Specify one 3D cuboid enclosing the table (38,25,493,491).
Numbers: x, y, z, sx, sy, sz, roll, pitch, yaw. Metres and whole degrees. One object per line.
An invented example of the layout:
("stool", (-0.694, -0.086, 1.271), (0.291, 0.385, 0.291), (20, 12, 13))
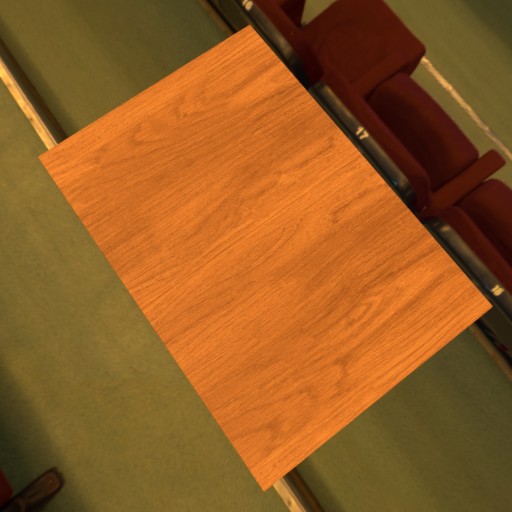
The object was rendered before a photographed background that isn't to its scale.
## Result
("table", (0.000, 0.000, 1.832), (0.900, 0.770, 1.300), (-36, 79, -8))
